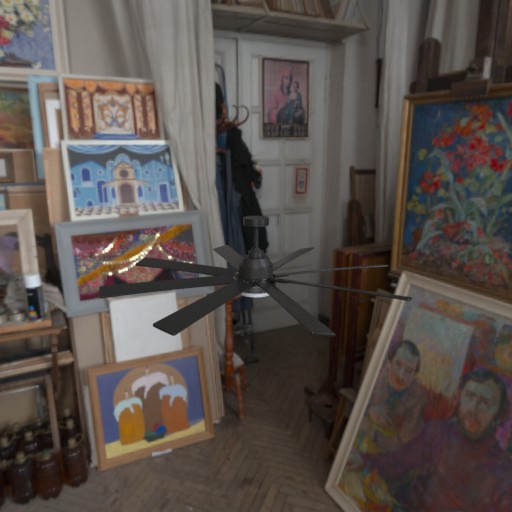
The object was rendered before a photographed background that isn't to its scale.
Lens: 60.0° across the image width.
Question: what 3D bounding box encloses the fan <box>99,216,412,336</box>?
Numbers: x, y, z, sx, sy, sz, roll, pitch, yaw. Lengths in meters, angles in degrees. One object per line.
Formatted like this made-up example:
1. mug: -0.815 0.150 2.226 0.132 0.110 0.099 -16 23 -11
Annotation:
1. fan: 0.000 0.000 2.705 1.830 0.472 1.830 7 15 26
